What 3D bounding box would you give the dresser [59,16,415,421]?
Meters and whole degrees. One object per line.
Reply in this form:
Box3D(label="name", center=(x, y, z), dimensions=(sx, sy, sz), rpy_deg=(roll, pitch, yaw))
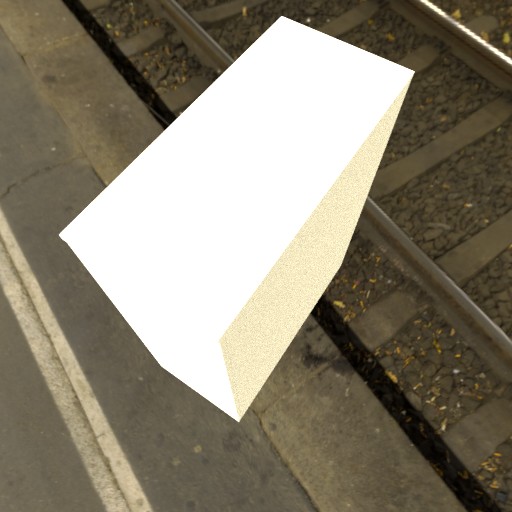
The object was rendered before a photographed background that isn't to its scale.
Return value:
Box3D(label="dresser", center=(0.000, 0.000, 1.418), dimensions=(0.380, 1.040, 0.800), rpy_deg=(31, 66, 15))
